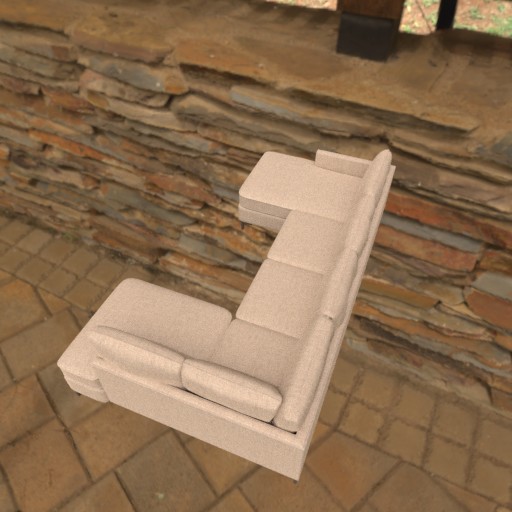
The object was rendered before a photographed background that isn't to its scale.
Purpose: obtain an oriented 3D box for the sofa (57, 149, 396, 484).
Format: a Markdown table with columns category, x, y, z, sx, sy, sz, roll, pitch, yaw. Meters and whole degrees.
| category | x | y | z | sx | sy | sz | roll | pitch | yaw |
| --- | --- | --- | --- | --- | --- | --- | --- | --- | --- |
| sofa | 0.000 | 0.000 | 4.311 | 2.021 | 0.996 | 3.423 | 16 | 49 | 15 |
